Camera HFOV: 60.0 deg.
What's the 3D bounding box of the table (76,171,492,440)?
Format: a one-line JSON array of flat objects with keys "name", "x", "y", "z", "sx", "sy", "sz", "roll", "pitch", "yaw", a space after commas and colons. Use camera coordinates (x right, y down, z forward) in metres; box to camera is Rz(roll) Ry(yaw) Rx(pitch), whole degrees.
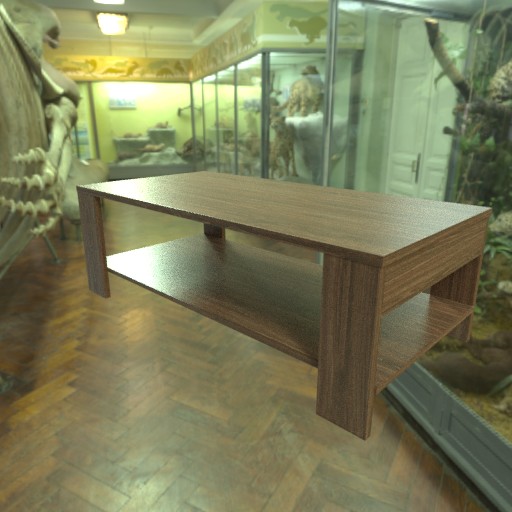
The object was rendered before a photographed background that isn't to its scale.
[{"name": "table", "x": 0.000, "y": 0.000, "z": 1.450, "sx": 1.200, "sy": 0.400, "sz": 0.600, "roll": 16, "pitch": 24, "yaw": 41}]
